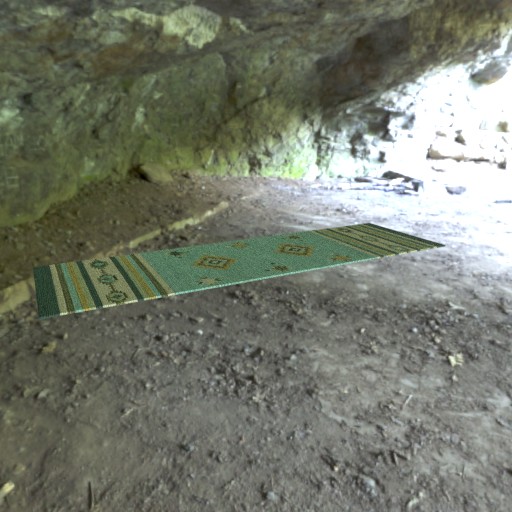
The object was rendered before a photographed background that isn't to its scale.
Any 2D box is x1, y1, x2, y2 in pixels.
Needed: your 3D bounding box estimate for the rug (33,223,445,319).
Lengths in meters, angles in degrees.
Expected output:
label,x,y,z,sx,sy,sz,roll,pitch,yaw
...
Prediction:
label,x,y,z,sx,sy,sz,roll,pitch,yaw
rug,0.000,0.000,2.716,2.441,0.010,0.744,-9,19,-26
